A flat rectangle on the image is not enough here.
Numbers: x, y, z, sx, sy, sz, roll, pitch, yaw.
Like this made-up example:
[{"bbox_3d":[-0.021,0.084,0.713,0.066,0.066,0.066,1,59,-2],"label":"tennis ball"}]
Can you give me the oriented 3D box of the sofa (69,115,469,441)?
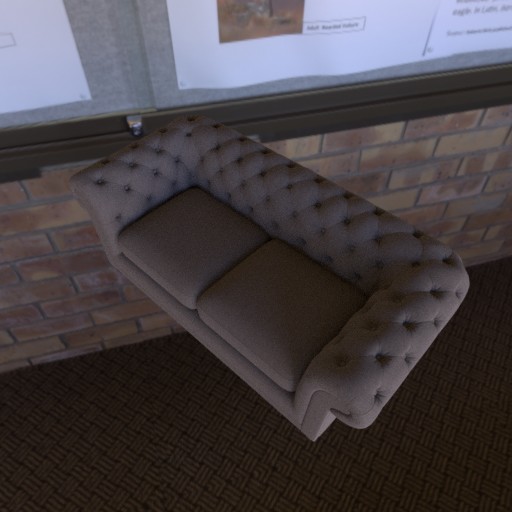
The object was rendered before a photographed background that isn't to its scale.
[{"bbox_3d":[0.000,0.000,2.455,1.998,0.764,0.986,35,57,27],"label":"sofa"}]
